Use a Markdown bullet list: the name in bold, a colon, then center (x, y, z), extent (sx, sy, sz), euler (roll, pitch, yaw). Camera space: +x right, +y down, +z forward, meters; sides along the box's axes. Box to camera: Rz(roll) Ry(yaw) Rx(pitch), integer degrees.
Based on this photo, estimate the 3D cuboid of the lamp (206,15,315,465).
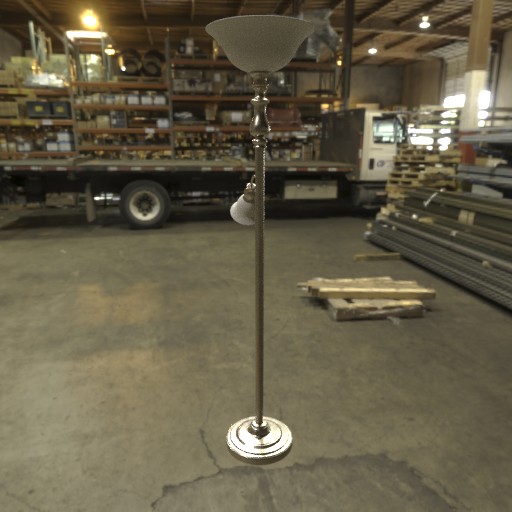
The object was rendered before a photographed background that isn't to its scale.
- **lamp**: center (0.000, 0.000, 1.959), extent (0.405, 1.785, 0.575), euler (-3, 15, -10)
